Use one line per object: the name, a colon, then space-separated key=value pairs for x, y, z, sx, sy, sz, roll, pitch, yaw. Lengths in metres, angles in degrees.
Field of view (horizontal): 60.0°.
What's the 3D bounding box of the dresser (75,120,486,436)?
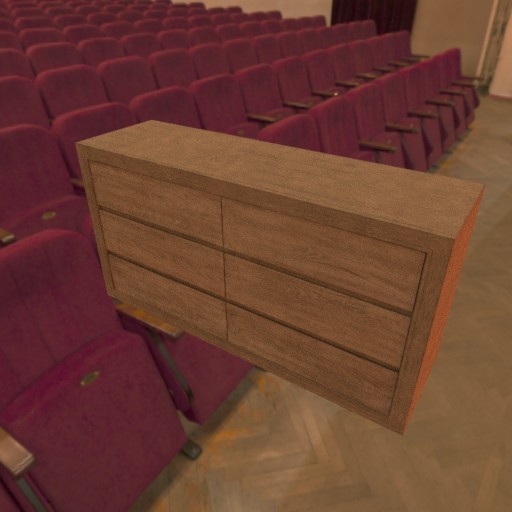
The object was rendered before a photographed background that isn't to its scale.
dresser: x=0.000 y=0.000 z=2.006 sx=1.628 sy=0.889 sz=0.483 roll=19 pitch=36 yaw=28
